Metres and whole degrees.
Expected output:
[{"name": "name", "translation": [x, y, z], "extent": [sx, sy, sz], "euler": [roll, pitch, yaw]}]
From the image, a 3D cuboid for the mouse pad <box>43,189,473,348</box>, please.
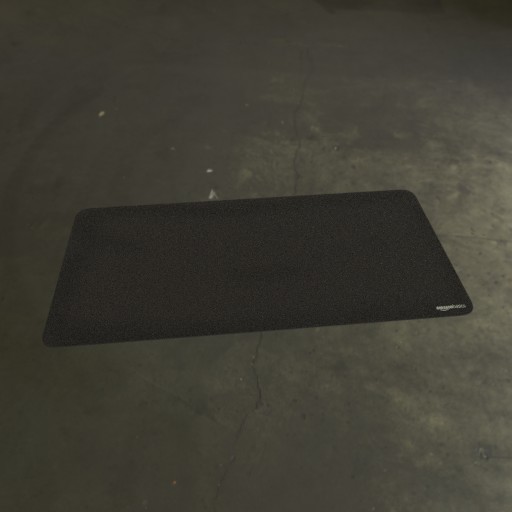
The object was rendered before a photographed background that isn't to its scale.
[{"name": "mouse pad", "translation": [0.000, 0.000, 1.055], "extent": [0.907, 0.003, 0.424], "euler": [-4, 47, -4]}]
